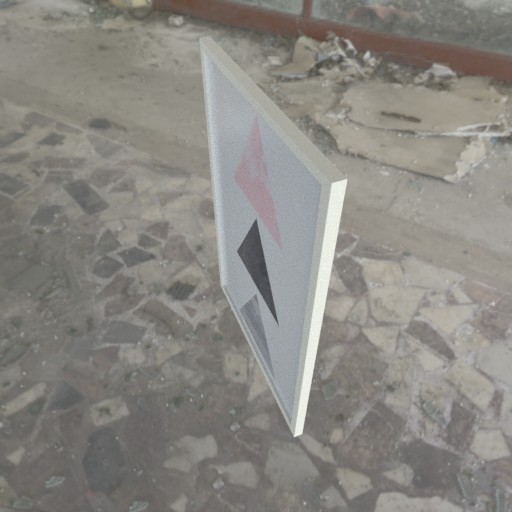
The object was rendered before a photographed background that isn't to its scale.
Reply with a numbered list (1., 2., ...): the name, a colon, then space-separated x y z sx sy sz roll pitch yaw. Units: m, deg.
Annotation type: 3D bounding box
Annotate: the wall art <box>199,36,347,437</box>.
1. wall art: 0.000 0.000 0.565 0.013 0.433 0.303 -17 48 -16
